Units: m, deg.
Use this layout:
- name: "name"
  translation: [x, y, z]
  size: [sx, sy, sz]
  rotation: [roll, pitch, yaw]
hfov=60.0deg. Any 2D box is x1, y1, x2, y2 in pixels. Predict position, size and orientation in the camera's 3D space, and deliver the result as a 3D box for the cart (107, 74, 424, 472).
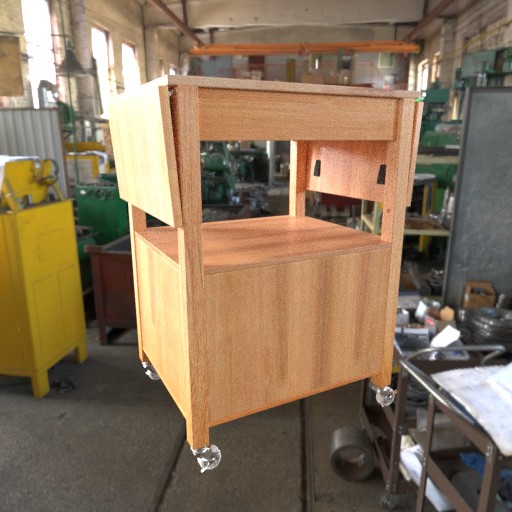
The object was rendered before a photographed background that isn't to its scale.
- name: "cart"
  translation: [0.000, 0.000, 1.218]
  size: [0.640, 0.838, 0.508]
  rotation: [-8, 17, -27]
